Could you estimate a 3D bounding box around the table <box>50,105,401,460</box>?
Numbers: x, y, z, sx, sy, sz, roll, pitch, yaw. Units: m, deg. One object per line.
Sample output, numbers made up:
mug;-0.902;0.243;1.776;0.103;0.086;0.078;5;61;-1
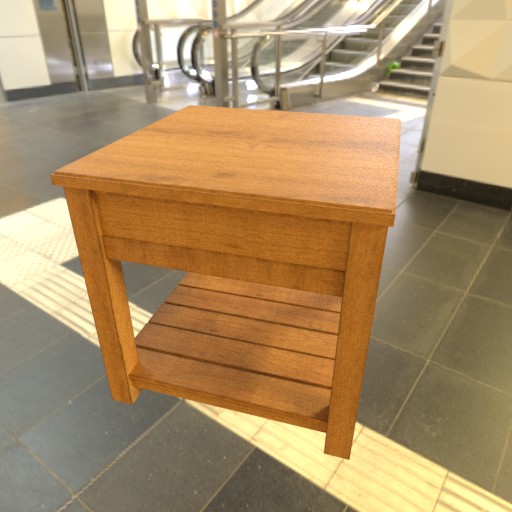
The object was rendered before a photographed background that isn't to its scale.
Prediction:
table;0.000;0.000;1.130;0.612;0.593;0.616;9;31;14
